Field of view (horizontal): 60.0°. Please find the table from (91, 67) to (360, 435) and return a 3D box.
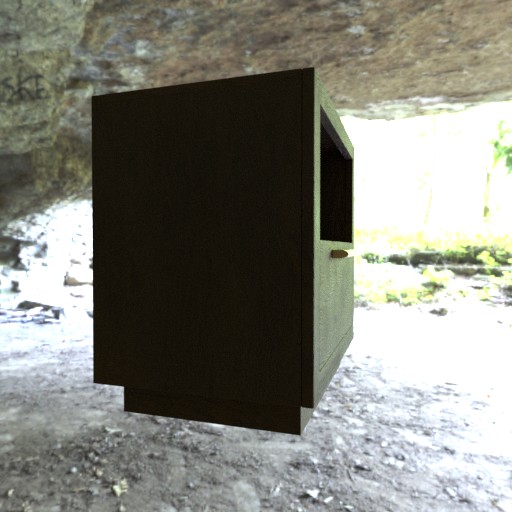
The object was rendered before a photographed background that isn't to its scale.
[{"bbox_3d":[0.000,0.000,0.999,0.439,0.585,0.560,0,1,19],"label":"table"}]
